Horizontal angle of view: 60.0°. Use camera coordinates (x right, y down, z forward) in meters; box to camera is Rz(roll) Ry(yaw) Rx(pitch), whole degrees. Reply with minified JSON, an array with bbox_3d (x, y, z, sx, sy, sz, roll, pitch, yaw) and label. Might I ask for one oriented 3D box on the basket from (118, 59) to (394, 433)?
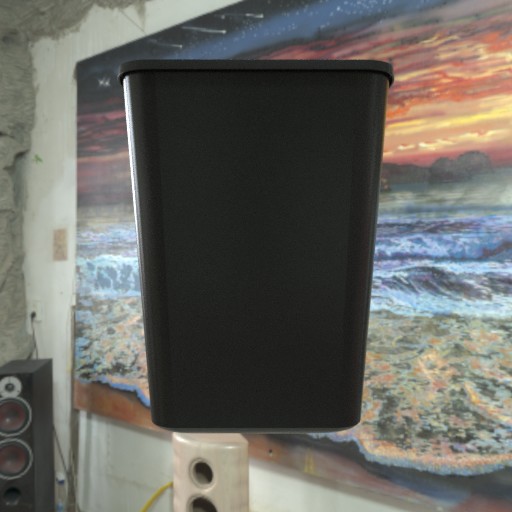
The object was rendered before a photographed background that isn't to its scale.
[{"bbox_3d":[0.000,0.000,0.728,0.394,0.521,0.287,0,0,0],"label":"basket"}]
